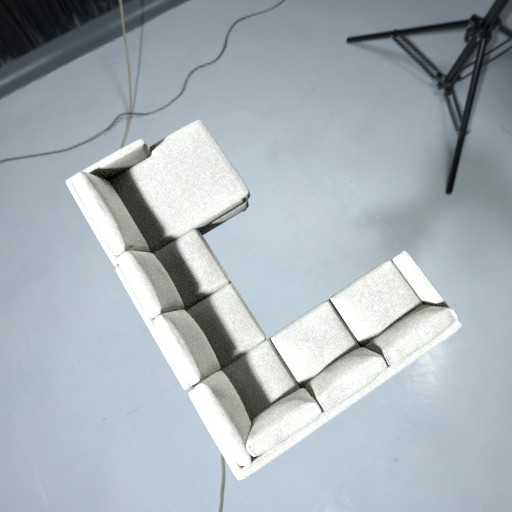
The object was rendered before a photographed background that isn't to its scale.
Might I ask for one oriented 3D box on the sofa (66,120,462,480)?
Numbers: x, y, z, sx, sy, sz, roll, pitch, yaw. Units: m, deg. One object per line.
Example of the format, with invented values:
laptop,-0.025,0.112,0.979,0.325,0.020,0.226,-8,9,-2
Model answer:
sofa,0.000,0.000,4.681,2.593,0.959,3.460,-32,78,-8
